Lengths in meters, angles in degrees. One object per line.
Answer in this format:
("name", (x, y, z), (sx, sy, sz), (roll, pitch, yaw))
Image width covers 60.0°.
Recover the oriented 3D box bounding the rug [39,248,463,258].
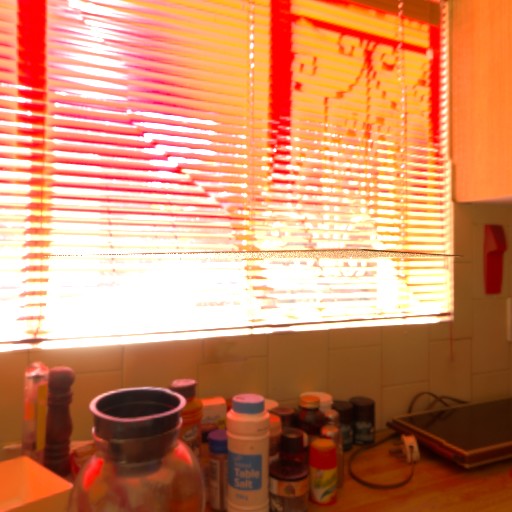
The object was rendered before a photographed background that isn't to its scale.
("rug", (0.000, 0.000, 4.069), (3.057, 0.013, 2.434), (-1, -1, 36))
